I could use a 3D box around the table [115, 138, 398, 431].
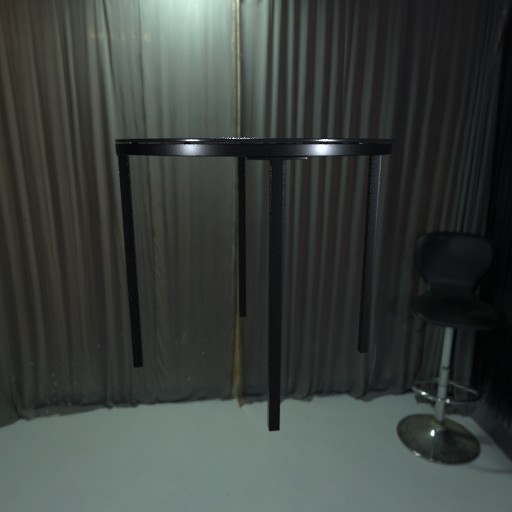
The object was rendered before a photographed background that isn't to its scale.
[{"bbox_3d":[0.000,0.000,0.872,0.499,0.443,0.499,0,14,0],"label":"table"}]
